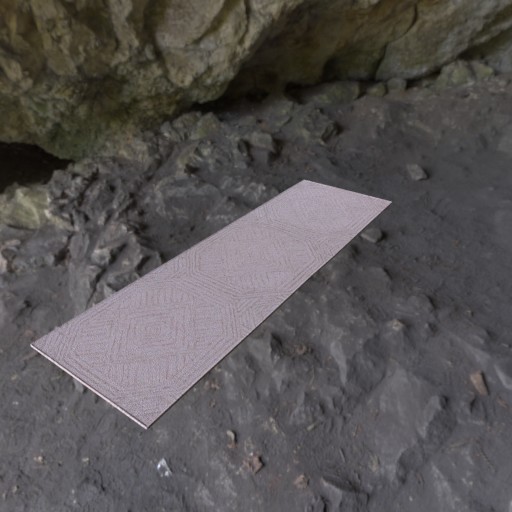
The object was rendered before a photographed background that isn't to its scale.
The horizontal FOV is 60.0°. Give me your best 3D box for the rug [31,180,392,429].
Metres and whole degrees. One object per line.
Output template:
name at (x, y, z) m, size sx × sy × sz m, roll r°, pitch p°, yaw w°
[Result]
rug at (0.000, 0.000, 2.668) m, size 0.775 × 0.012 × 2.452 m, roll 20°, pitch 37°, yaw 30°
